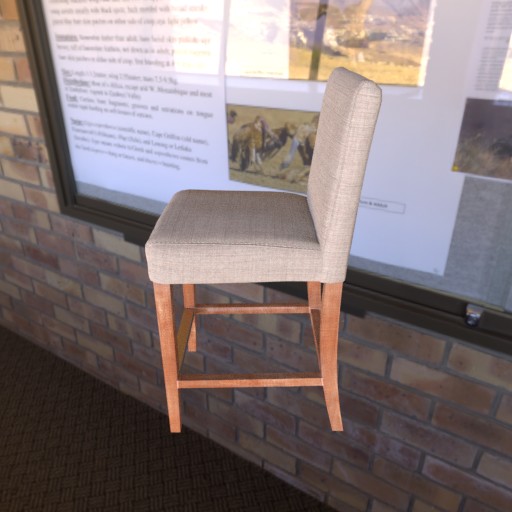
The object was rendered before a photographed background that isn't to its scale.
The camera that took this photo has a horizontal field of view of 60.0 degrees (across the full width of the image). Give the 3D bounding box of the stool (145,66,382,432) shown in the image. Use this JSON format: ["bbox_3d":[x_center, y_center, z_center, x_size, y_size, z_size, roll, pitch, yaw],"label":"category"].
[{"bbox_3d":[0.000,0.000,1.352,0.567,1.039,0.454,0,27,0],"label":"stool"}]
